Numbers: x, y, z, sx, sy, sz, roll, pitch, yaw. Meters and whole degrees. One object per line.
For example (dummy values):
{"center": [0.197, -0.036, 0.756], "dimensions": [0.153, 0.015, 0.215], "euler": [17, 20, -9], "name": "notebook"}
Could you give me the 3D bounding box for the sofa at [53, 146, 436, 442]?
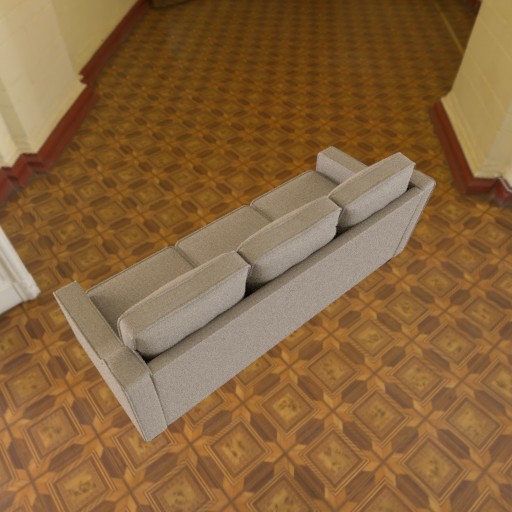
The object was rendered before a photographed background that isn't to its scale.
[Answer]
{"center": [0.000, 0.000, 2.677], "dimensions": [2.129, 0.950, 0.899], "euler": [-32, 54, -26], "name": "sofa"}
